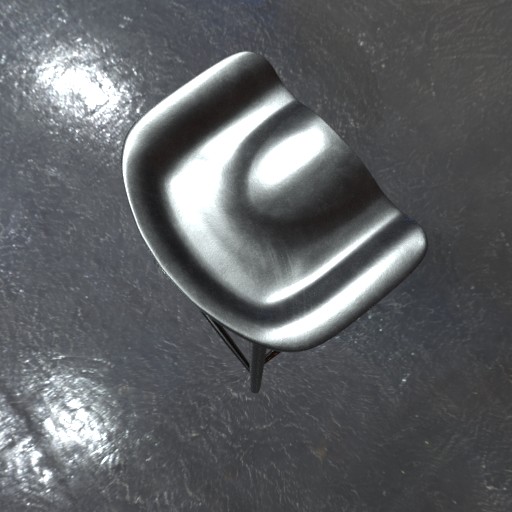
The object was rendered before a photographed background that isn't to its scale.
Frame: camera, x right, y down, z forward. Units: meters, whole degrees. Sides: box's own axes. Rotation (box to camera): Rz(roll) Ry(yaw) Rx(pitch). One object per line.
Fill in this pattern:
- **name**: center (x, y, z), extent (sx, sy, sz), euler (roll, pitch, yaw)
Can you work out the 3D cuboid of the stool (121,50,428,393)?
- **stool**: center (0.000, 0.000, 0.879), extent (0.361, 0.615, 0.440), euler (-38, 79, -9)
